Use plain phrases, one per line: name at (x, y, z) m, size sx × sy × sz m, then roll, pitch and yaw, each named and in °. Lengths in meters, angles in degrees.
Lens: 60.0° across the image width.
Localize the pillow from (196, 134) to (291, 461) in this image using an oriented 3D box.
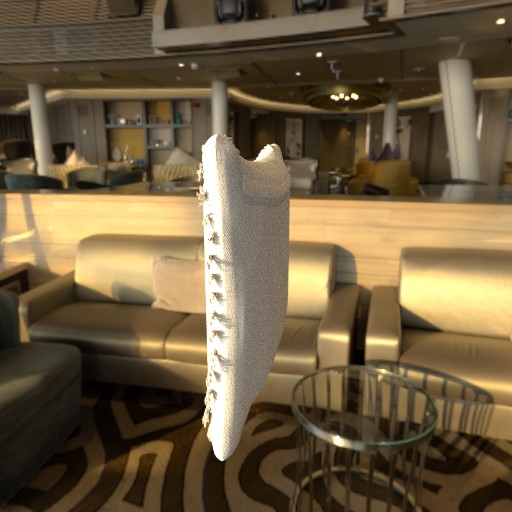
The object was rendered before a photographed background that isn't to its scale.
pillow at (0.000, 0.000, 0.601) m, size 0.084 × 0.305 × 0.466 m, roll 2°, pitch 14°, yaw 8°
